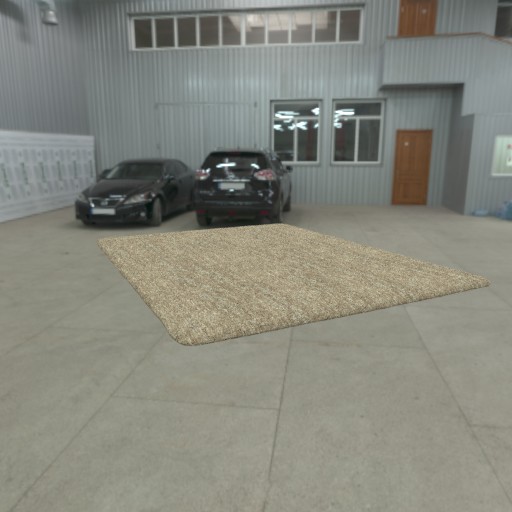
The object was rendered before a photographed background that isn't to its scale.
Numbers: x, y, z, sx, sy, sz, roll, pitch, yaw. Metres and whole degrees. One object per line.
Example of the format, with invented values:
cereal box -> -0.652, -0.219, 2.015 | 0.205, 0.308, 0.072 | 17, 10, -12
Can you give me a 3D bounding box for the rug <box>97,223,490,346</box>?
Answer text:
rug -> 0.000, 0.000, 3.755 | 2.242, 0.050, 2.873 | -7, 15, -27
